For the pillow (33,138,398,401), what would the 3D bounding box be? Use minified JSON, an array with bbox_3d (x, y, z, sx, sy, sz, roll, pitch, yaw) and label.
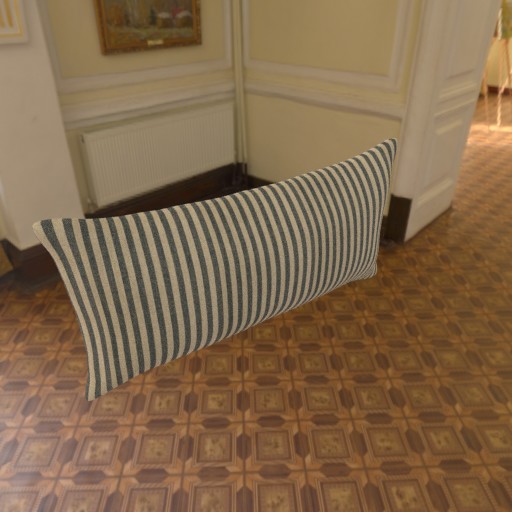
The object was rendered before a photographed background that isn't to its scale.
[{"bbox_3d":[0.000,0.000,0.728,0.617,0.295,0.151,-19,36,-29],"label":"pillow"}]
